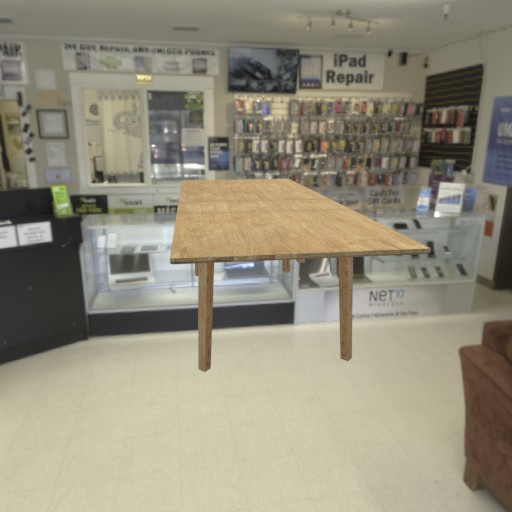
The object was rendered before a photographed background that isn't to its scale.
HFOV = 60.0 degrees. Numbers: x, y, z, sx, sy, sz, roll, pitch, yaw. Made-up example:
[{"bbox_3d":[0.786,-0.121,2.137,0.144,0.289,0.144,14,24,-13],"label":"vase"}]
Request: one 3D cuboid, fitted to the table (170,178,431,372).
[{"bbox_3d":[0.000,0.000,2.998,1.000,0.752,2.603,-2,16,-8],"label":"table"}]
